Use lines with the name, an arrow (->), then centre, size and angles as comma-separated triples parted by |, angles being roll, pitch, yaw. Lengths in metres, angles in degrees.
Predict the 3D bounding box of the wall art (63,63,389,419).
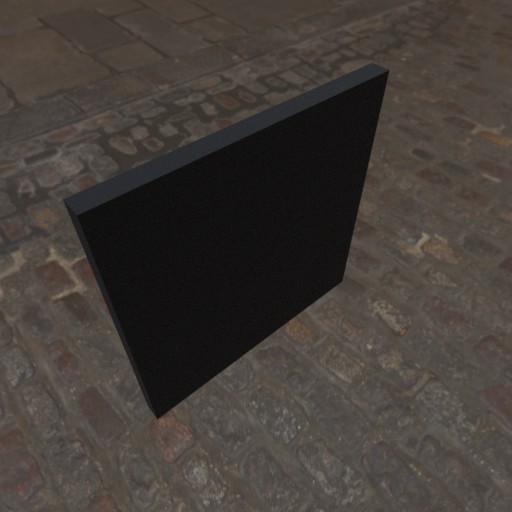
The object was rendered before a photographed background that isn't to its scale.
wall art -> 0.000, 0.000, 0.687 | 0.462, 0.458, 0.030 | -32, 55, -26
